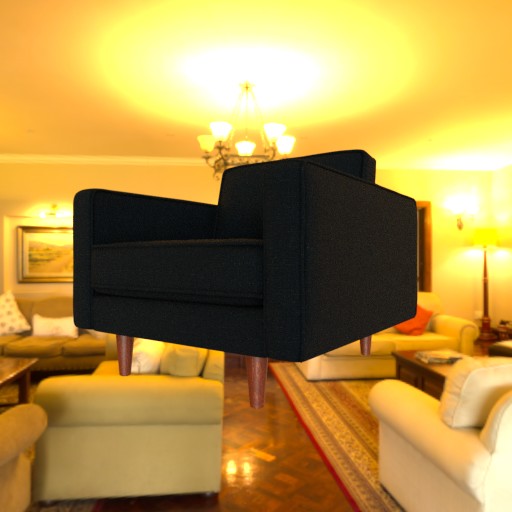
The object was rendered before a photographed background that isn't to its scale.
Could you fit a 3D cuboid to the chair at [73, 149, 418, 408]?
[{"bbox_3d":[0.000,0.000,1.576,0.899,0.770,0.920,0,0,35],"label":"chair"}]
